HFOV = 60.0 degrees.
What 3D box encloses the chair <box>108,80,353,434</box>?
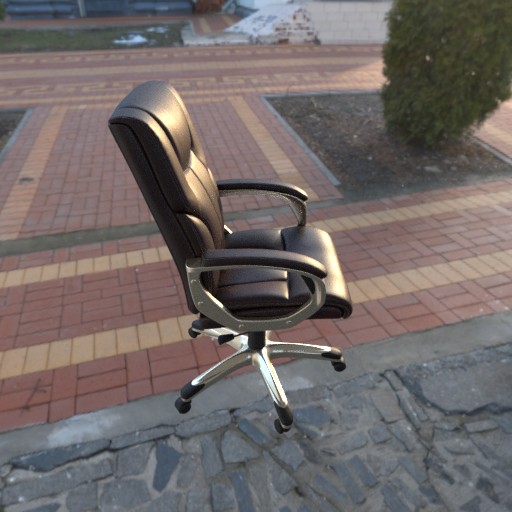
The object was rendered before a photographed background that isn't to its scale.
[{"bbox_3d":[0.000,0.000,1.549,0.739,1.107,0.662,0,32,0],"label":"chair"}]
